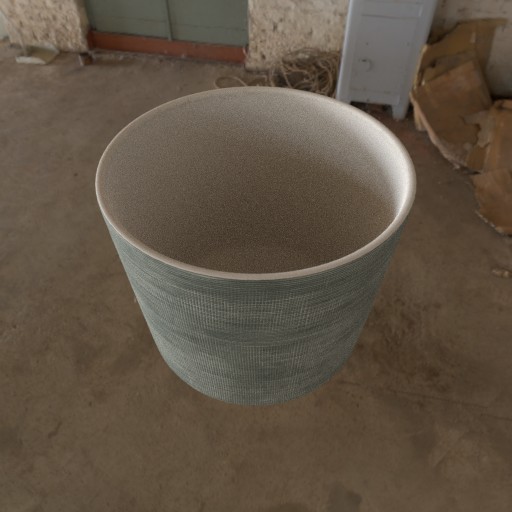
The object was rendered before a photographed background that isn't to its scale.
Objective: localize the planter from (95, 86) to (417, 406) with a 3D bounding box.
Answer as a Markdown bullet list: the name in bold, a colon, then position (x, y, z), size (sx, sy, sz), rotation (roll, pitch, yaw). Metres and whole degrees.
- **planter**: position (0.000, 0.000, 0.769), size (0.440, 0.398, 0.440), rotation (0, 47, 0)
